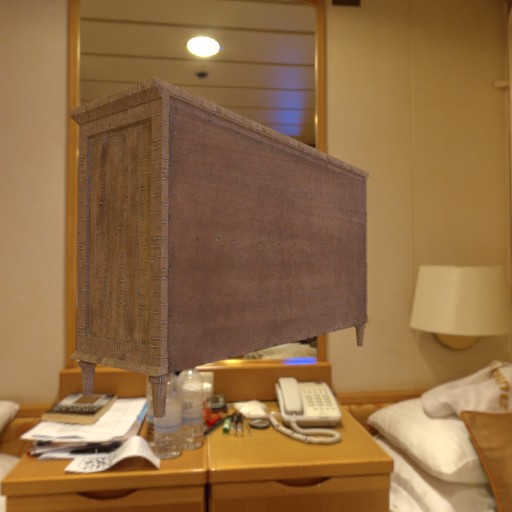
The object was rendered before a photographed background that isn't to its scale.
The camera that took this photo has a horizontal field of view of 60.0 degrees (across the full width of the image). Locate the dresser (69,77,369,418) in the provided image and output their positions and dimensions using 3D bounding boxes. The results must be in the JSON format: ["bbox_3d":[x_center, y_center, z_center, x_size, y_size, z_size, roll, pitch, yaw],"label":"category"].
[{"bbox_3d":[0.000,0.000,2.087,0.457,1.016,1.626,-1,-2,36],"label":"dresser"}]
